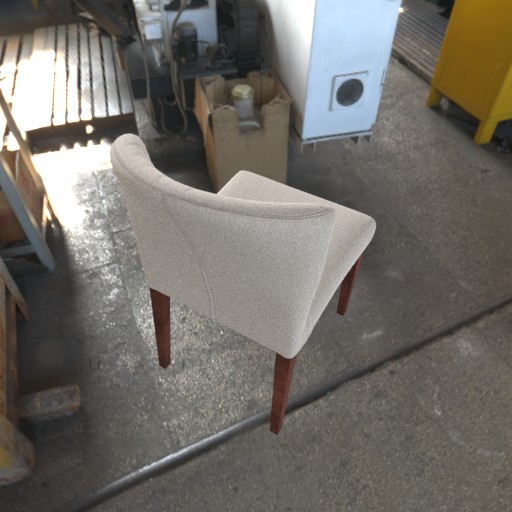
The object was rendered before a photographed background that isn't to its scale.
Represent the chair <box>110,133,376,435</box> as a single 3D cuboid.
[{"bbox_3d":[0.000,0.000,1.207,0.491,0.839,0.592,24,51,21],"label":"chair"}]
